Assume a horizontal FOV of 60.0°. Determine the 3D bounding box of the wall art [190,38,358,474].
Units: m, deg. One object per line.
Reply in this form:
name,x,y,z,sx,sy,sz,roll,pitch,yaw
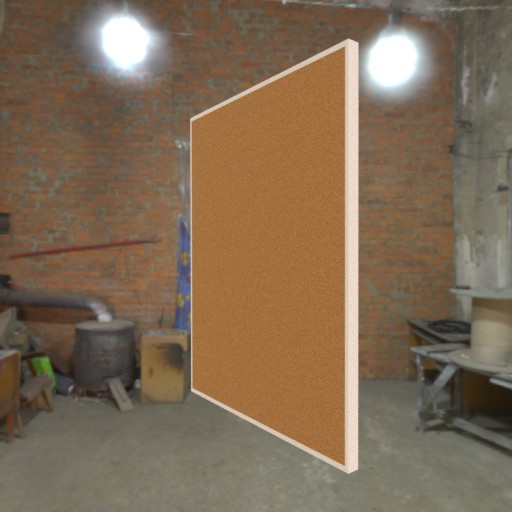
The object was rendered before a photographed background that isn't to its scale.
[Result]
wall art,0.000,0.000,1.398,0.039,1.050,0.795,0,1,-37
